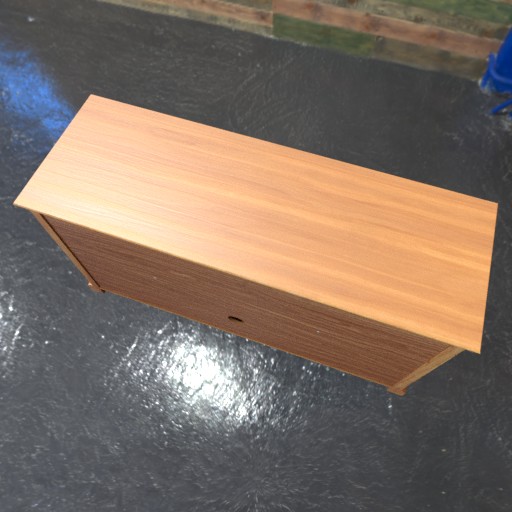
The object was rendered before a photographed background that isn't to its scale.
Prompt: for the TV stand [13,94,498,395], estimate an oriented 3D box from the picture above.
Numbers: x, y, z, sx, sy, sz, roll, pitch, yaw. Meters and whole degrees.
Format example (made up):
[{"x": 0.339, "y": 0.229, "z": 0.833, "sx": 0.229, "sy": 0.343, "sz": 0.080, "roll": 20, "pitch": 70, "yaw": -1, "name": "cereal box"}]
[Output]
[{"x": 0.000, "y": 0.000, "z": 1.404, "sx": 1.181, "sy": 0.607, "sz": 0.417, "roll": 17, "pitch": 64, "yaw": 9, "name": "TV stand"}]
